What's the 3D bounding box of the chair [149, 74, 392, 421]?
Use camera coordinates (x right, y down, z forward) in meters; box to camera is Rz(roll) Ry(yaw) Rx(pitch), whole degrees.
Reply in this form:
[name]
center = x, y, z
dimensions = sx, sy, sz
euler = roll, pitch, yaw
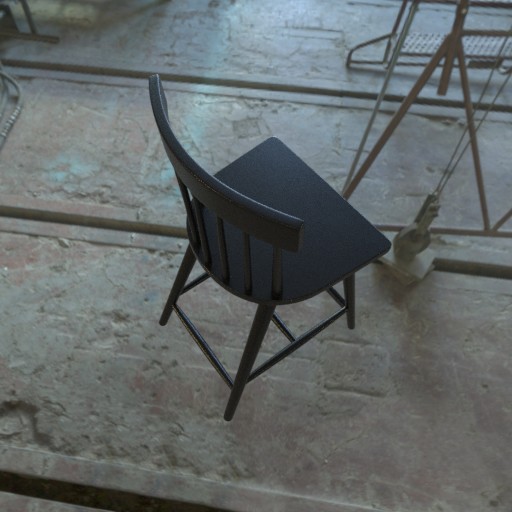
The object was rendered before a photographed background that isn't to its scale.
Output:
[chair]
center = 0.000, 0.000, 1.226
dimensions = 0.572, 0.952, 0.483
euler = -33, 64, -18
